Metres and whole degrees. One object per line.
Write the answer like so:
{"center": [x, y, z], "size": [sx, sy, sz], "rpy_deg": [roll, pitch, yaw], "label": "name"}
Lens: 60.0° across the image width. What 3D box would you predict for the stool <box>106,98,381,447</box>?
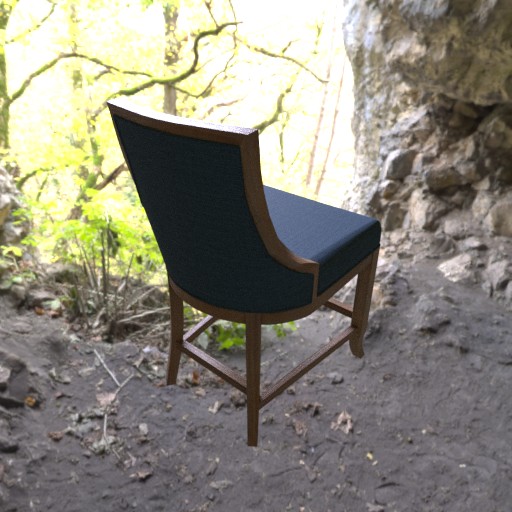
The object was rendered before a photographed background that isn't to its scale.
{"center": [0.000, 0.000, 1.334], "size": [0.524, 0.938, 0.626], "rpy_deg": [23, 38, 33], "label": "stool"}
